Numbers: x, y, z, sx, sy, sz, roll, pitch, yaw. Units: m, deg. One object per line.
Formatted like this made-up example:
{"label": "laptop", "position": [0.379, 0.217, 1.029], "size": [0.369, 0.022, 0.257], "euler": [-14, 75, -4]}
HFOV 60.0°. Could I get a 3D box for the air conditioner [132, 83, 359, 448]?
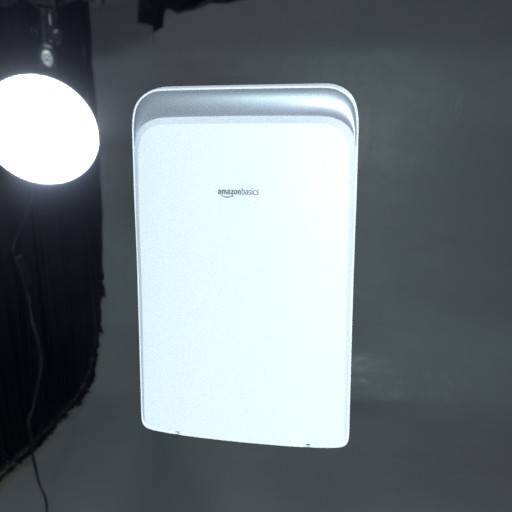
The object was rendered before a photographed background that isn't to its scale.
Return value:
{"label": "air conditioner", "position": [0.000, 0.000, 1.063], "size": [0.478, 0.765, 0.467], "euler": [2, 14, 8]}
